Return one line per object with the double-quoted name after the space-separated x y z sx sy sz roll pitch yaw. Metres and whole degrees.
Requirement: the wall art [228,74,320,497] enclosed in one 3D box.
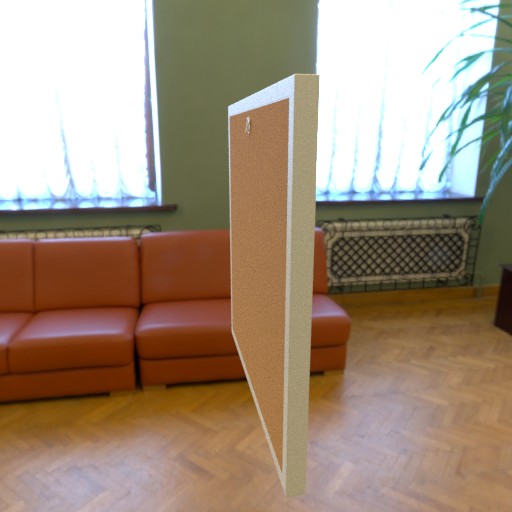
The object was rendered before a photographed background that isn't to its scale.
0.000 0.000 1.118 0.050 0.762 0.761 -3 15 -11 "wall art"
